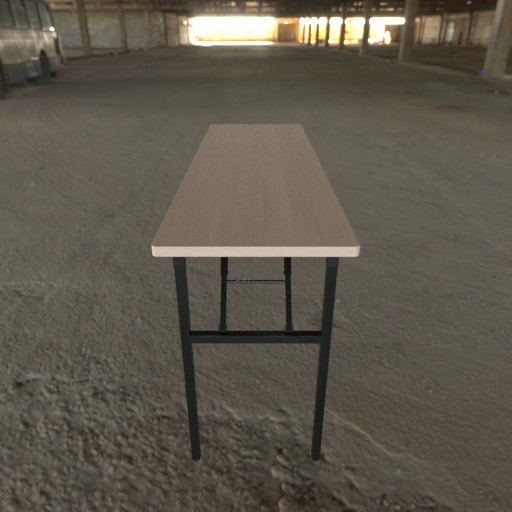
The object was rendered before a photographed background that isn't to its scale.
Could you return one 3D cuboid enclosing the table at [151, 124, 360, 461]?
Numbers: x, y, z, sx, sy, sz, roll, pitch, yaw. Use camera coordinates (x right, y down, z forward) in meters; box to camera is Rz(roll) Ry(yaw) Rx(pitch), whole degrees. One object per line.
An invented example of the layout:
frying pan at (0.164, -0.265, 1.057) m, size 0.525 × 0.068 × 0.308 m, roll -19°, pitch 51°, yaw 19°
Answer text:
table at (0.000, 0.000, 1.730) m, size 0.447 × 0.750 × 1.397 m, roll 0°, pitch 27°, yaw 0°
